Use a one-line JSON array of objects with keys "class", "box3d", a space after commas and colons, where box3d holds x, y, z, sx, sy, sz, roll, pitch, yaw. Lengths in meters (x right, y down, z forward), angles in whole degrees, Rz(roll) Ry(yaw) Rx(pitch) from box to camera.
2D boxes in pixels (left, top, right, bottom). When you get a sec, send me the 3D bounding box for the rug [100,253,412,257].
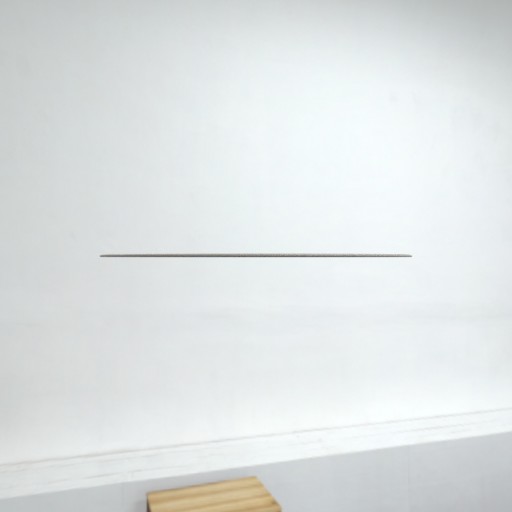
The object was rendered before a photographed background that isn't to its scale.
[{"class": "rug", "box3d": [0.000, 0.000, 2.395, 1.593, 0.012, 1.593, 0, 0, 0]}]
